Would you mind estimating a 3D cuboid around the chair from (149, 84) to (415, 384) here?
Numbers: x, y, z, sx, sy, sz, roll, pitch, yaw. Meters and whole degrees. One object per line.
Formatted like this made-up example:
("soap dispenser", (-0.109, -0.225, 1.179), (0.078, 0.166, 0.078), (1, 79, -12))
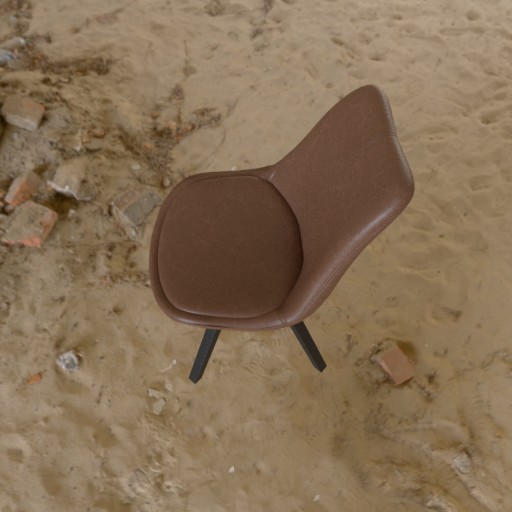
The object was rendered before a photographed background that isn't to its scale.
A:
("chair", (0.000, 0.000, 1.182), (0.550, 0.850, 0.475), (-3, 59, -2))
